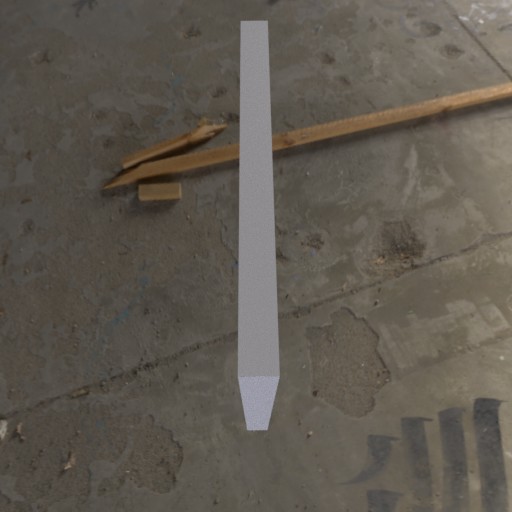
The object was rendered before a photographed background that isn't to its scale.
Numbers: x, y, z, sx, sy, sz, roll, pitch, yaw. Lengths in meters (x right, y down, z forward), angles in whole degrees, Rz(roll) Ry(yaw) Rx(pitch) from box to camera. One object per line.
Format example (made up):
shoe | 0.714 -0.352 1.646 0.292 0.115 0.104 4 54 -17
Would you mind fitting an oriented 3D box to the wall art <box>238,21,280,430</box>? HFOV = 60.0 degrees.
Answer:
wall art | 0.000 0.000 0.527 0.027 0.355 0.355 -1 63 0
